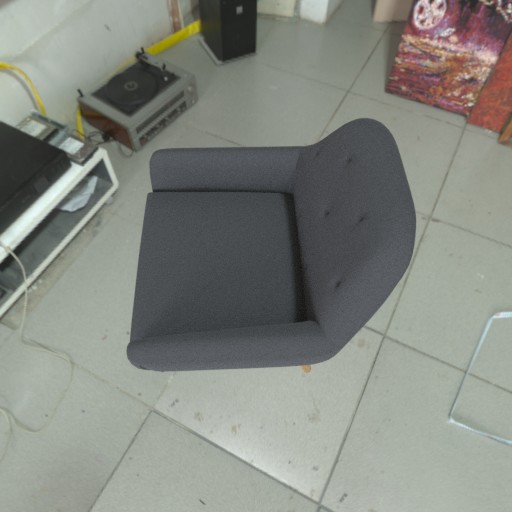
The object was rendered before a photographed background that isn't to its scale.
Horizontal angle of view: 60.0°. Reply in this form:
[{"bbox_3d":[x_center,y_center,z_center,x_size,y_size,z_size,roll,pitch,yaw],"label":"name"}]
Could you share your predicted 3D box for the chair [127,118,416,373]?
[{"bbox_3d":[0.000,0.000,1.469,0.779,0.800,0.770,-2,58,-1],"label":"chair"}]
